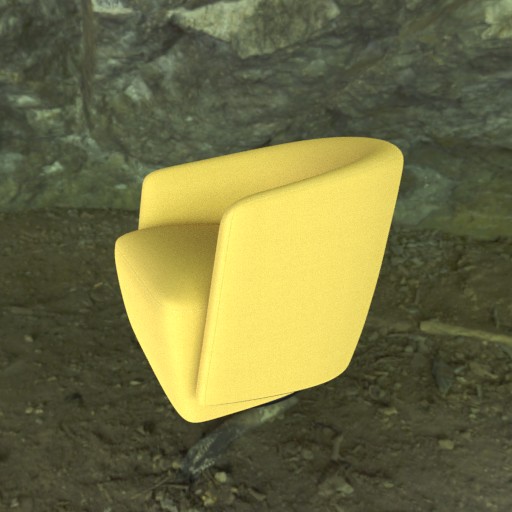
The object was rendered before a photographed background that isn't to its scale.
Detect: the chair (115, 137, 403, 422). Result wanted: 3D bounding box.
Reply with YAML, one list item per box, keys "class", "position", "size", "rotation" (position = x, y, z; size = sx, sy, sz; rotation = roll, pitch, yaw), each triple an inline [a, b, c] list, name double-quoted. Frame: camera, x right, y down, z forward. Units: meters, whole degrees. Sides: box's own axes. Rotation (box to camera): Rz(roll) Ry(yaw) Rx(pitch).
- class: "chair"
  position: [0.000, 0.000, 1.351]
  size: [0.767, 0.698, 0.773]
  rotation: [-7, 17, -25]
